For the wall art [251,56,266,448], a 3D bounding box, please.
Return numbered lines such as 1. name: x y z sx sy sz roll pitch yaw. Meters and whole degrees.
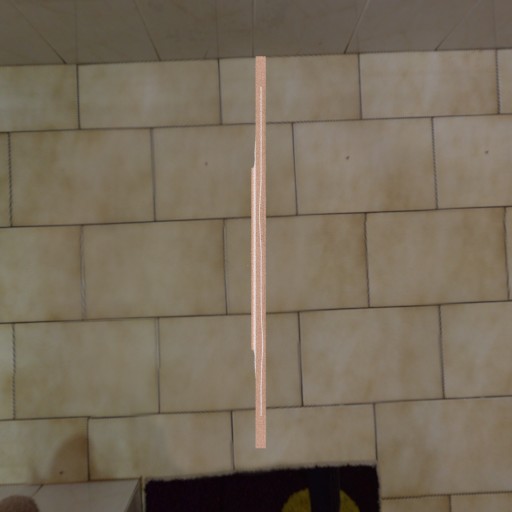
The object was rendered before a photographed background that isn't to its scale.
1. wall art: 0.000 0.000 1.356 0.020 1.013 0.758 0 89 -1
